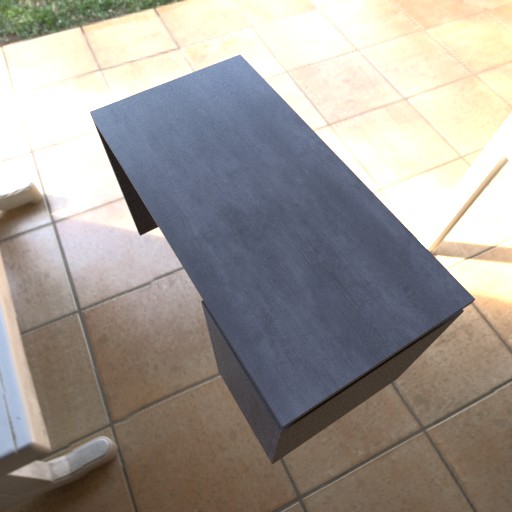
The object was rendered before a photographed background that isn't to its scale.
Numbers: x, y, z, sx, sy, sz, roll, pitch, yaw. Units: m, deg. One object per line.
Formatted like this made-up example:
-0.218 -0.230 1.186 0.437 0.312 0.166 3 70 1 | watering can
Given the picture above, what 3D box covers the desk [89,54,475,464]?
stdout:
0.000 0.000 1.649 0.600 0.740 1.200 -28 63 -16 | desk
